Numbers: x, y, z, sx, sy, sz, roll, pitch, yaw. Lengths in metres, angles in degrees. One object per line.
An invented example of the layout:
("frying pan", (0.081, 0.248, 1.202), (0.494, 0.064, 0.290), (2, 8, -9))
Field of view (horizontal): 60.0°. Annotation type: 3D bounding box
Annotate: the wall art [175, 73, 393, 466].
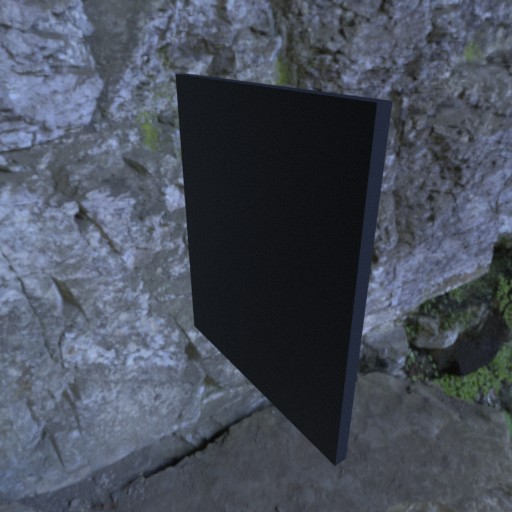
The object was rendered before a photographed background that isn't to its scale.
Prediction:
("wall art", (0.000, 0.000, 0.695), (0.023, 0.505, 0.428), (-18, 31, -31))
